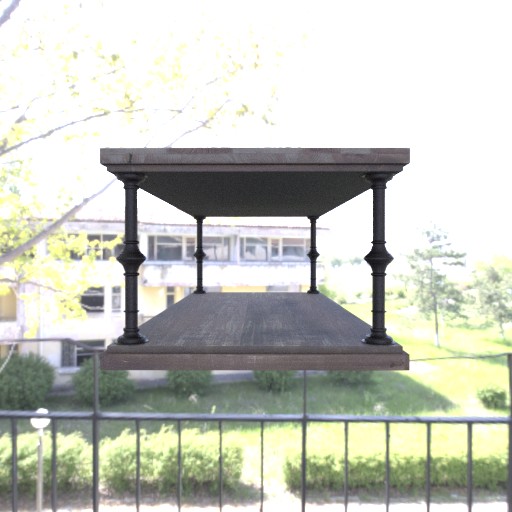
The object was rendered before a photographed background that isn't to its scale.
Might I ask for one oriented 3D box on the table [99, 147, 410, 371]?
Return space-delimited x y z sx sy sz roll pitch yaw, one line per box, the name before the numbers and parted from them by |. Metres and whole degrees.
table | 0.000 0.000 1.335 0.554 0.399 1.088 0 1 0
